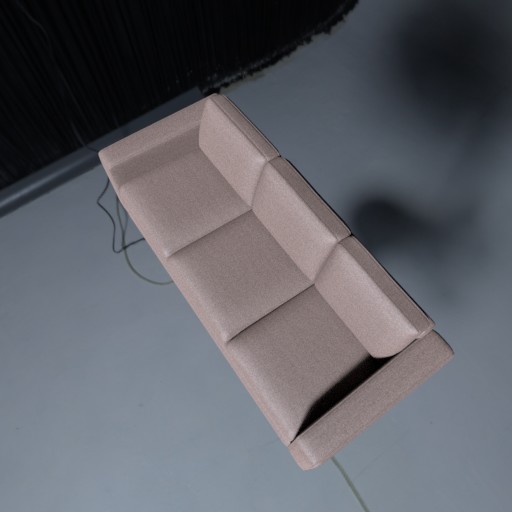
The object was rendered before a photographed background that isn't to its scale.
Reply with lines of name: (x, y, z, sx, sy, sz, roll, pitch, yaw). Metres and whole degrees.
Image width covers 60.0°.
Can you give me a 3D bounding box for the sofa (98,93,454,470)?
sofa: (0.000, 0.000, 2.600, 0.900, 0.806, 2.160, -32, 68, -15)
